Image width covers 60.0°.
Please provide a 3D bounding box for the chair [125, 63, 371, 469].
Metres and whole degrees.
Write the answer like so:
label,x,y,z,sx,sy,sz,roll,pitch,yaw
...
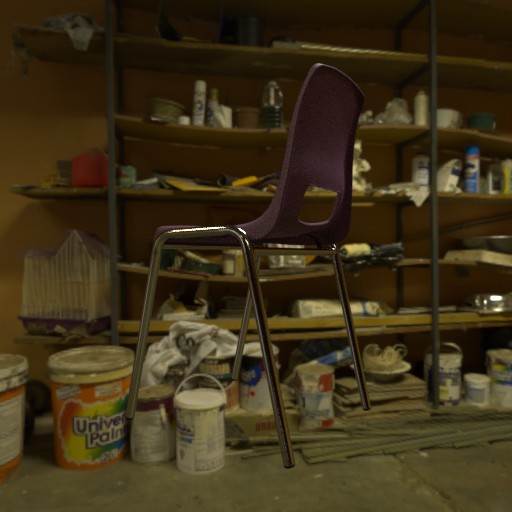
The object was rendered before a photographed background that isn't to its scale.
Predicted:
label,x,y,z,sx,sy,sz,roll,pitch,yaw
chair,0.000,0.000,0.983,0.432,0.704,0.381,0,0,36
